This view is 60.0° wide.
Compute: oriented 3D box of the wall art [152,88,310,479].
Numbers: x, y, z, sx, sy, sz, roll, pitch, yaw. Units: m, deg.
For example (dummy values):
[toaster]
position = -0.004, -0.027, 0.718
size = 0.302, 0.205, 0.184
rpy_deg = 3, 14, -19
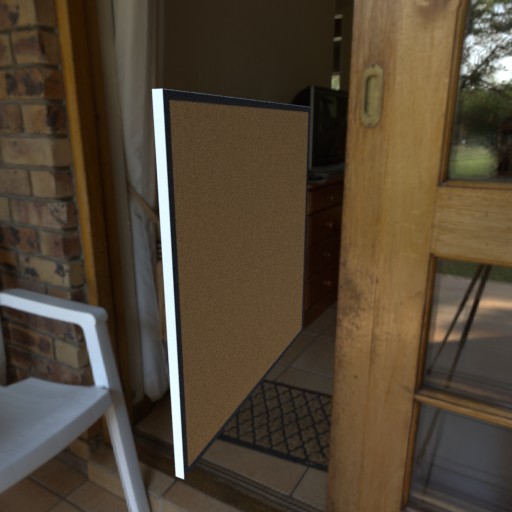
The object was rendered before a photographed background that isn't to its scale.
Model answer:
[wall art]
position = 0.000, 0.000, 1.214
size = 0.022, 0.803, 0.805
rpy_deg = 7, 18, 24
